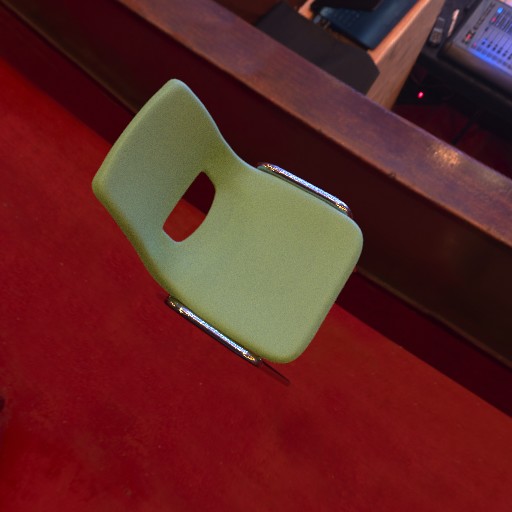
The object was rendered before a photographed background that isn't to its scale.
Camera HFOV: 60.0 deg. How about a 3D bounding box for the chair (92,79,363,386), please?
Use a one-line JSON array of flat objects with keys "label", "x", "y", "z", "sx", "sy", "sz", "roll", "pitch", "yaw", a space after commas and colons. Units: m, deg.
[{"label": "chair", "x": 0.000, "y": 0.000, "z": 0.919, "sx": 0.436, "sy": 0.653, "sz": 0.381, "roll": 31, "pitch": 78, "yaw": 7}]
